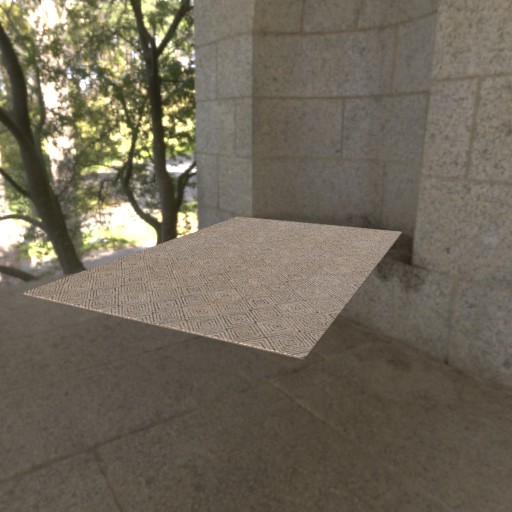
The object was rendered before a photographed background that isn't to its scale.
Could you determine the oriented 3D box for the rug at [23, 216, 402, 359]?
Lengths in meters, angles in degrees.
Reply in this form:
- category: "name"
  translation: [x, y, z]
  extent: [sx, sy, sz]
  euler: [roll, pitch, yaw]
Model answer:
- category: "rug"
  translation: [0.000, 0.000, 2.264]
  extent: [1.175, 0.008, 1.783]
  euler: [8, 18, 25]
